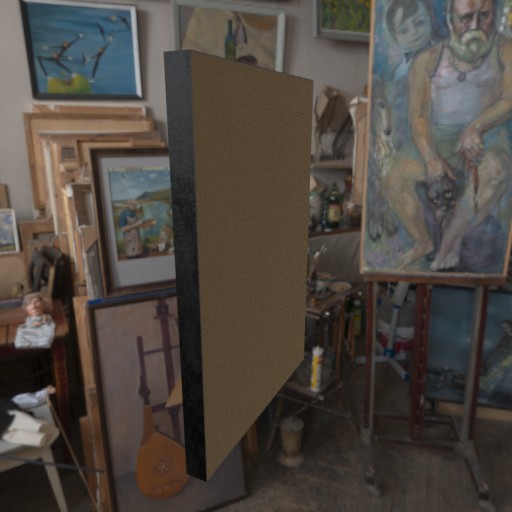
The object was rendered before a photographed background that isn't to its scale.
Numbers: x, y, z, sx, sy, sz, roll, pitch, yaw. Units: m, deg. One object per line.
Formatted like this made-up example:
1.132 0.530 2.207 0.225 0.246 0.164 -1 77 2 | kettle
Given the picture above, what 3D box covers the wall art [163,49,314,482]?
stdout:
0.000 0.000 0.586 0.031 0.457 0.313 8 18 26 | wall art
